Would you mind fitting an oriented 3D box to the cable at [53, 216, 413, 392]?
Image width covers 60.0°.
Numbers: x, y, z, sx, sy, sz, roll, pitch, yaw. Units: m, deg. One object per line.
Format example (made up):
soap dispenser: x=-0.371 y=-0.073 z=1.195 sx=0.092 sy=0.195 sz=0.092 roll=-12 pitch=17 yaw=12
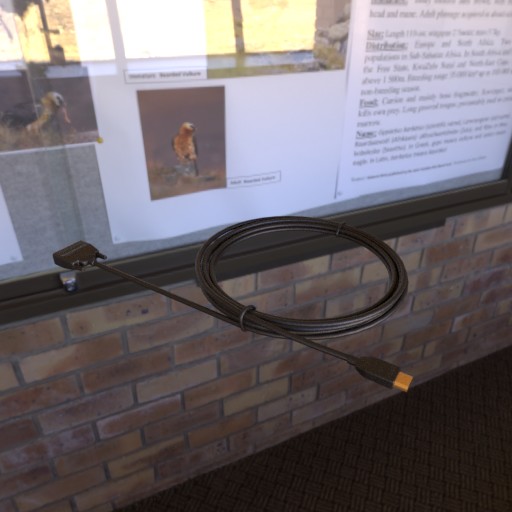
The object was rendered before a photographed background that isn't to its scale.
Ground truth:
cable: x=0.000 y=0.000 z=0.521 sx=0.422 sy=0.030 sz=0.257 roll=18 pitch=35 yaw=28
